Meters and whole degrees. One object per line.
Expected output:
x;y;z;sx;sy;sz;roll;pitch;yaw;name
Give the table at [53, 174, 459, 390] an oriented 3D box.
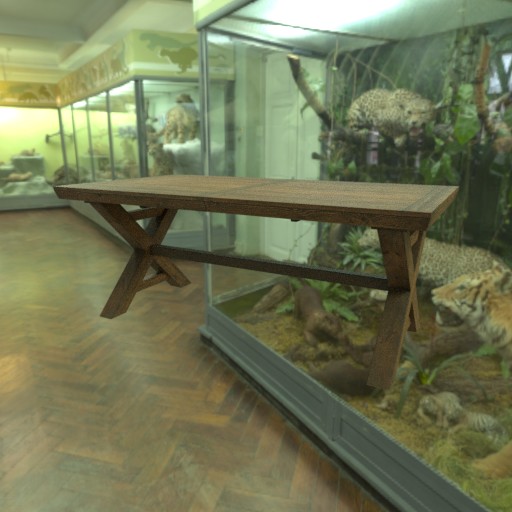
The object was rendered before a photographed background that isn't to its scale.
0.000;0.000;2.544;1.966;0.793;1.071;8;16;28;table
